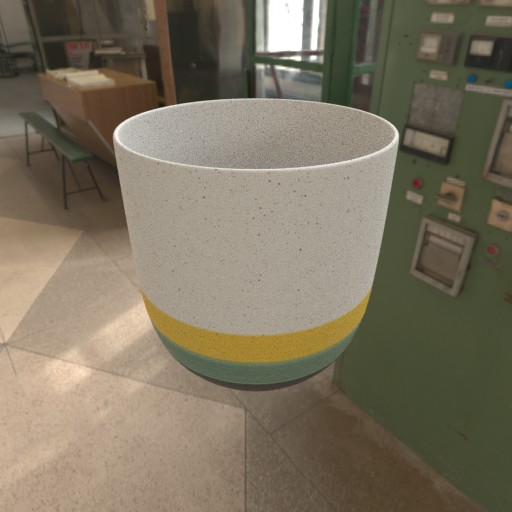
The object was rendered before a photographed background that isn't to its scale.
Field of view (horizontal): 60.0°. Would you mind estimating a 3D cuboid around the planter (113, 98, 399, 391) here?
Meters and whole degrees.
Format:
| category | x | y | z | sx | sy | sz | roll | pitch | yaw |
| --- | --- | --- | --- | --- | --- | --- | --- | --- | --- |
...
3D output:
| category | x | y | z | sx | sy | sz | roll | pitch | yaw |
| --- | --- | --- | --- | --- | --- | --- | --- | --- | --- |
| planter | 0.000 | 0.000 | 0.366 | 0.195 | 0.214 | 0.195 | 0 | 30 | 0 |
